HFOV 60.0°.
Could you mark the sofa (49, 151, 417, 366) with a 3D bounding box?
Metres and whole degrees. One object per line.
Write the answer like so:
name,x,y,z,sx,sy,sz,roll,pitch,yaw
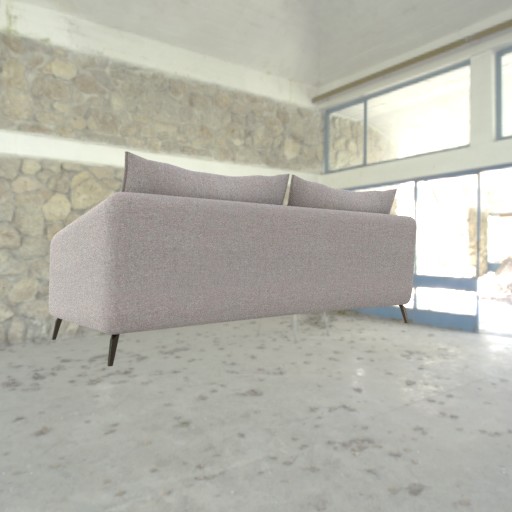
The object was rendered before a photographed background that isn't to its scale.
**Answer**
sofa,0.000,0.000,2.494,2.022,0.833,0.809,0,0,-36
